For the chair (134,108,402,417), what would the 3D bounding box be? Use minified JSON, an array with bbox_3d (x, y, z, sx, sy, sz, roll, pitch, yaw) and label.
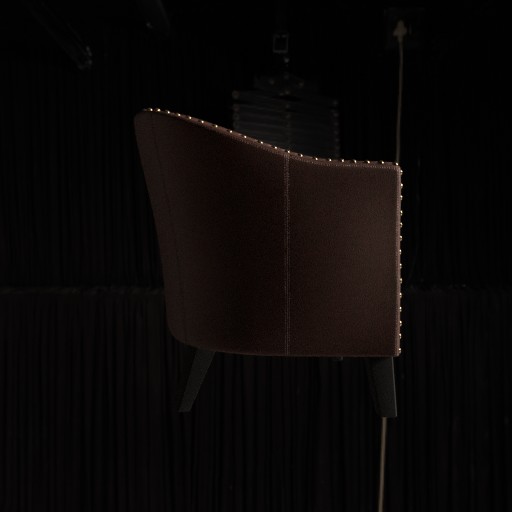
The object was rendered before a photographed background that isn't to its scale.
[{"bbox_3d":[0.000,0.000,1.438,0.748,0.823,0.794,0,-1,-1],"label":"chair"}]
